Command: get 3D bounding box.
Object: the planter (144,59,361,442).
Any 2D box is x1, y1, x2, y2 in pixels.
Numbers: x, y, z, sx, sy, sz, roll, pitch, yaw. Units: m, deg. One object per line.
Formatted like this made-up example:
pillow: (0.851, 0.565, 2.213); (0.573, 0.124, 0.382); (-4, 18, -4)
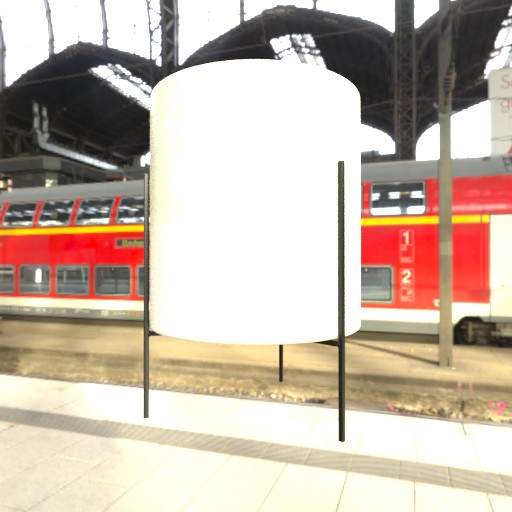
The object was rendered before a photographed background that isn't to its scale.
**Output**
planter: (0.000, 0.000, 0.704); (0.324, 0.483, 0.333); (0, -1, 17)
